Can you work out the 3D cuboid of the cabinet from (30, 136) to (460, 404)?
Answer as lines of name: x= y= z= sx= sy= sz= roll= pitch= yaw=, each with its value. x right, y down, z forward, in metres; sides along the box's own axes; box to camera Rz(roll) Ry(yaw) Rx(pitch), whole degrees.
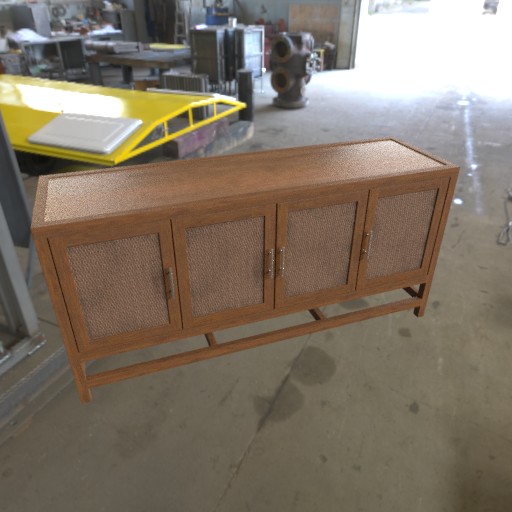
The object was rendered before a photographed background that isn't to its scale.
cabinet: x=0.000 y=0.000 z=2.070 sx=1.708 sy=0.820 sz=0.522 roll=-11 pitch=33 yaw=-17
